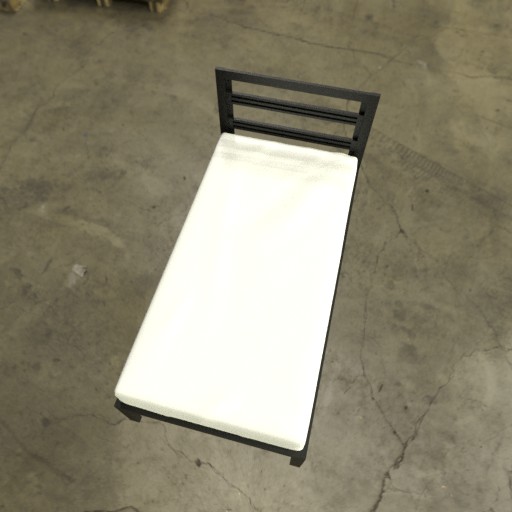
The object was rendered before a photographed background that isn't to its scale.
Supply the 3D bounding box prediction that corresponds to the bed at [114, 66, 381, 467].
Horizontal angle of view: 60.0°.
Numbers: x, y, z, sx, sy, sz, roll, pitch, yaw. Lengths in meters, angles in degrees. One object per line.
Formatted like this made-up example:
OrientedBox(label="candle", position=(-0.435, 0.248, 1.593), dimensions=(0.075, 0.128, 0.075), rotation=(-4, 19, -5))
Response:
OrientedBox(label="bed", position=(0.000, 0.000, 2.553), dimensions=(0.991, 0.967, 1.930), rotation=(13, 60, 7))
